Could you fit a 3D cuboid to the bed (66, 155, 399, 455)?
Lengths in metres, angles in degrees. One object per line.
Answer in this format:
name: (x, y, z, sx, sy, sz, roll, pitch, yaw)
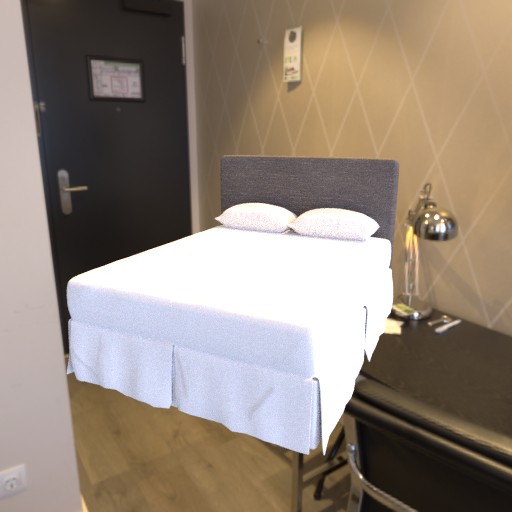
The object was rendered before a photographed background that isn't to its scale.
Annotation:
bed: (0.000, 0.000, 3.200, 1.723, 1.330, 2.142, 7, 17, 25)
